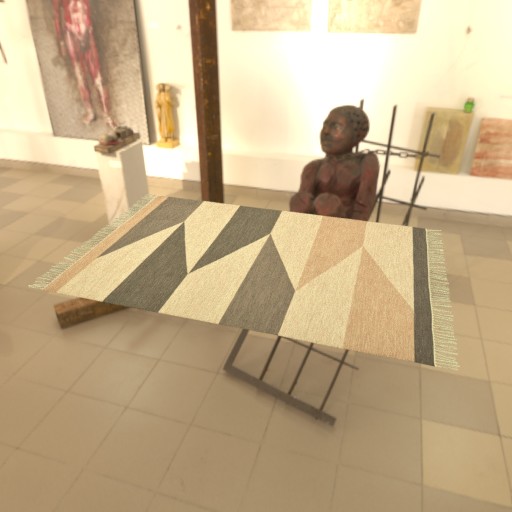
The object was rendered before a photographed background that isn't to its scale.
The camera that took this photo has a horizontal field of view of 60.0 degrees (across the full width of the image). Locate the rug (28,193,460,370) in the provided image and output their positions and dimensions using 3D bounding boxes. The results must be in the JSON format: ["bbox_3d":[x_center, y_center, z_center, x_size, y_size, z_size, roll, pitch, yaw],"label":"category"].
[{"bbox_3d":[0.000,0.000,2.456,2.021,0.027,1.224,9,32,14],"label":"rug"}]
